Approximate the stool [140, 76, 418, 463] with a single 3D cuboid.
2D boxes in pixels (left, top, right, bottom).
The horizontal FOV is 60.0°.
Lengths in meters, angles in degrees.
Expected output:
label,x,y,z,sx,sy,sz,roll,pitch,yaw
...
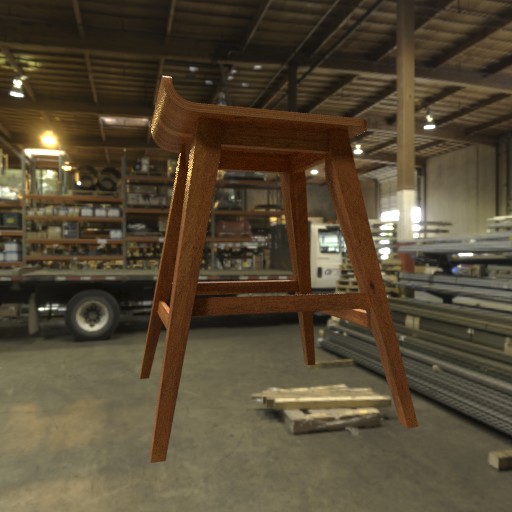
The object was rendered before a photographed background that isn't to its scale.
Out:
label,x,y,z,sx,sy,sz,roll,pitch,yaw
stool,0.000,0.000,1.012,0.500,0.650,0.500,0,1,-17
